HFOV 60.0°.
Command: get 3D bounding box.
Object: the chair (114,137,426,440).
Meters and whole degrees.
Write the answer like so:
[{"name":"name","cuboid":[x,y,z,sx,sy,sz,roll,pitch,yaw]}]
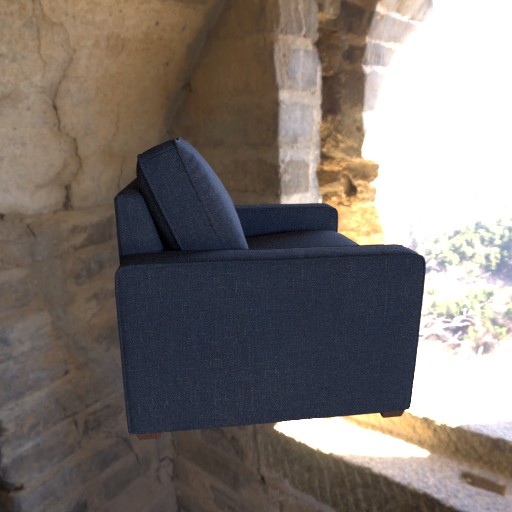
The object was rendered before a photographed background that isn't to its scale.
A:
[{"name":"chair","cuboid":[0.000,0.000,1.775,0.940,0.919,1.017,-2,16,-8]}]
